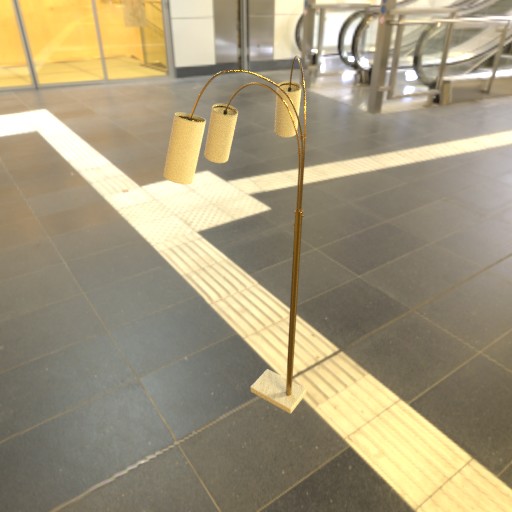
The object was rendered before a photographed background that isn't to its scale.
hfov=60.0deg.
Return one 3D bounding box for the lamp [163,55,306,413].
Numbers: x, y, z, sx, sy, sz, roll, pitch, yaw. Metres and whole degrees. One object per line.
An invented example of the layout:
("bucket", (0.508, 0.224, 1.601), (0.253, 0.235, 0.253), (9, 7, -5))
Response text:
("lamp", (0.000, 0.000, 2.527), (0.667, 2.055, 1.020), (20, 37, 29))
